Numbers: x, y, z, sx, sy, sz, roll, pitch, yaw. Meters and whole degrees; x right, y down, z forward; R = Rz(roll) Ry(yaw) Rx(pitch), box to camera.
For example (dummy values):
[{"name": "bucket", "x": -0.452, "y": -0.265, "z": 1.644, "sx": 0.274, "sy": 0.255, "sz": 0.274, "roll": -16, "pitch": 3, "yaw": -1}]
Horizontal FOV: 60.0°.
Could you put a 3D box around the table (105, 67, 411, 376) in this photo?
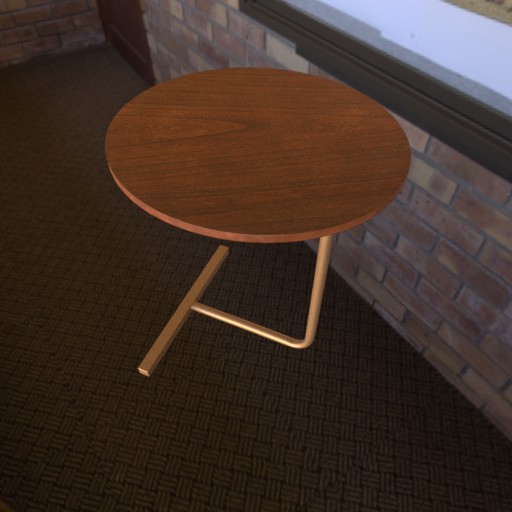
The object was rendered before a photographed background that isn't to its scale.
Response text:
[{"name": "table", "x": 0.000, "y": 0.000, "z": 1.109, "sx": 0.577, "sy": 0.706, "sz": 0.530, "roll": 18, "pitch": 51, "yaw": 15}]
